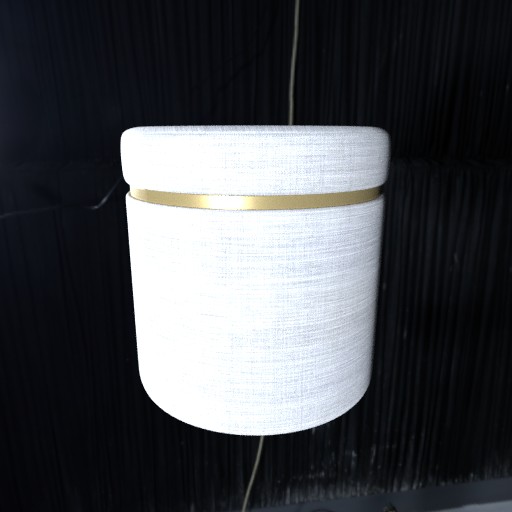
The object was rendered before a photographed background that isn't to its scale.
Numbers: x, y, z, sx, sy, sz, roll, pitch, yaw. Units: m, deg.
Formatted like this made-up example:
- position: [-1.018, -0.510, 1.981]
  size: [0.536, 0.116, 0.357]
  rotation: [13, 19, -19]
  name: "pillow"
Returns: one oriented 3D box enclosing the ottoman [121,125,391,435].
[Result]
- position: [0.000, 0.000, 0.729]
  size: [0.400, 0.406, 0.400]
  rotation: [0, 15, 0]
  name: "ottoman"
